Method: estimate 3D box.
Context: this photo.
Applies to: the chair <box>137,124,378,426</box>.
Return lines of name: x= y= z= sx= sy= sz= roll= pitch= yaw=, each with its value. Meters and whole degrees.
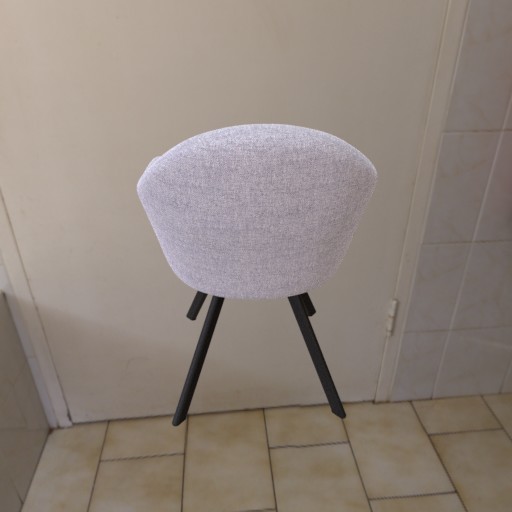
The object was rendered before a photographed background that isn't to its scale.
chair: x=0.000 y=0.000 z=1.146 sx=0.540 sy=0.780 sz=0.570 roll=-2 pitch=29 yaw=-3
